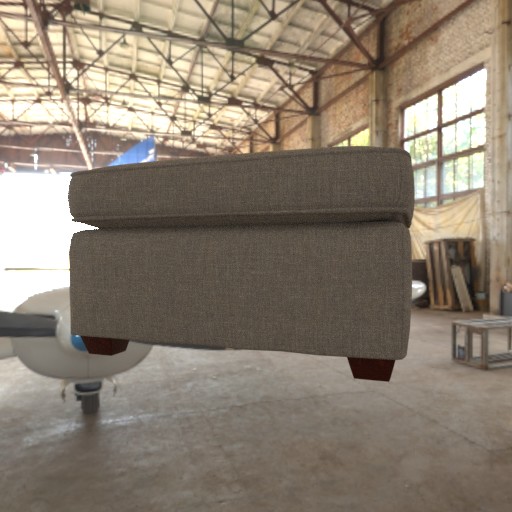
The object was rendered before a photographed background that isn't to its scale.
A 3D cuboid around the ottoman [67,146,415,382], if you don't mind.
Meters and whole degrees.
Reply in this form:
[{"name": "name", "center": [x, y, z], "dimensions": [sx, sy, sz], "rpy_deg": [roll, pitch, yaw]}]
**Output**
[{"name": "ottoman", "center": [0.000, 0.000, 1.131], "dimensions": [0.762, 0.457, 0.559], "rpy_deg": [0, 0, 20]}]
